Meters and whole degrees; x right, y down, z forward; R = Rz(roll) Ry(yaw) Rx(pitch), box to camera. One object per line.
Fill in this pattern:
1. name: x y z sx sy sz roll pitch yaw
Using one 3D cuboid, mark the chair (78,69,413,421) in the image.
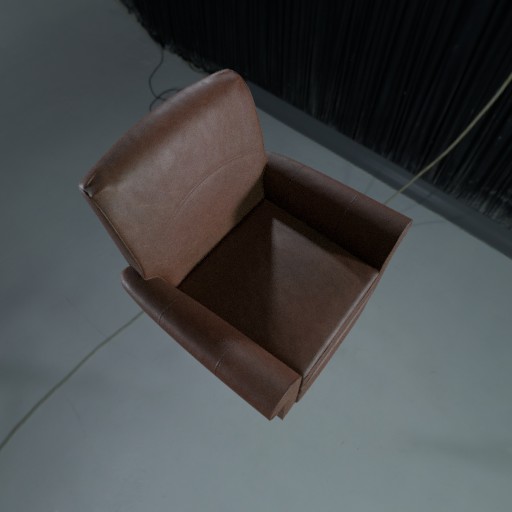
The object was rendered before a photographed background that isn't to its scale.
1. chair: 0.000 0.000 1.808 0.902 1.061 0.978 33 64 18
